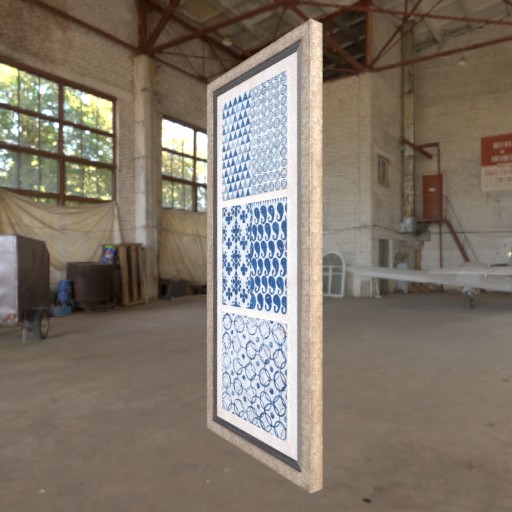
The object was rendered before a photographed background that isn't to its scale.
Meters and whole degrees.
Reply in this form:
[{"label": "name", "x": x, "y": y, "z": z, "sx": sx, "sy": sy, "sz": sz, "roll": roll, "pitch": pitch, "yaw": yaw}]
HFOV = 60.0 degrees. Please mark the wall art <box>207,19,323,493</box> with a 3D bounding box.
[{"label": "wall art", "x": 0.000, "y": 0.000, "z": 1.640, "sx": 0.051, "sy": 1.461, "sz": 0.648, "roll": 0, "pitch": 0, "yaw": -36}]
